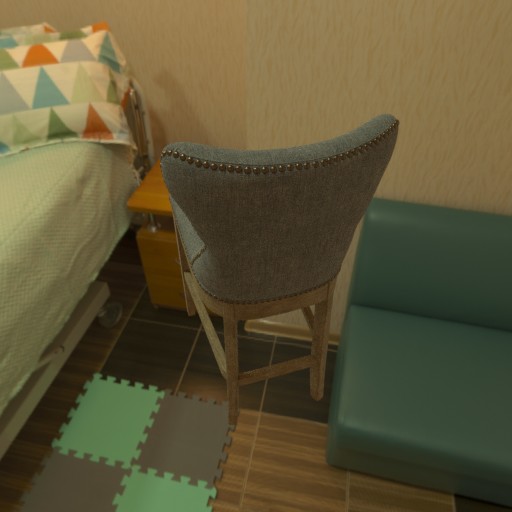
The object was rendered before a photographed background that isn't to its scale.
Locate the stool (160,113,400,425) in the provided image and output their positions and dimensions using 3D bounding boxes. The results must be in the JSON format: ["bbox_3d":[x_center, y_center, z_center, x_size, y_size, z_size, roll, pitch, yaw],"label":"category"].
[{"bbox_3d":[0.000,0.000,1.316,0.498,0.981,0.608,-12,42,-13],"label":"stool"}]
